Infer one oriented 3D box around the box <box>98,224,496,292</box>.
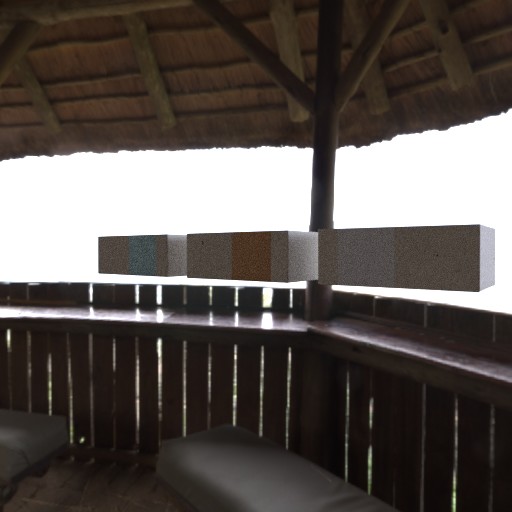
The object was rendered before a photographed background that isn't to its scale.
[{"bbox_3d":[0.000,0.000,0.492,0.461,0.051,0.082,0,1,35],"label":"box"}]
